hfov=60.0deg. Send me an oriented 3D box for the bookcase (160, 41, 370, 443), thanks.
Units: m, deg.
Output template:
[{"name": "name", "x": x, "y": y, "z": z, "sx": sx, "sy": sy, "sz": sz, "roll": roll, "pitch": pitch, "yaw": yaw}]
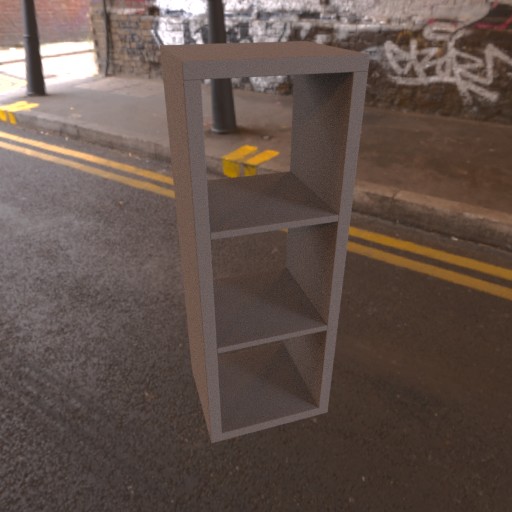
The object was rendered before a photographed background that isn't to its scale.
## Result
[{"name": "bookcase", "x": 0.000, "y": 0.000, "z": 1.273, "sx": 0.390, "sy": 1.080, "sz": 0.330, "roll": -9, "pitch": 32, "yaw": -15}]
